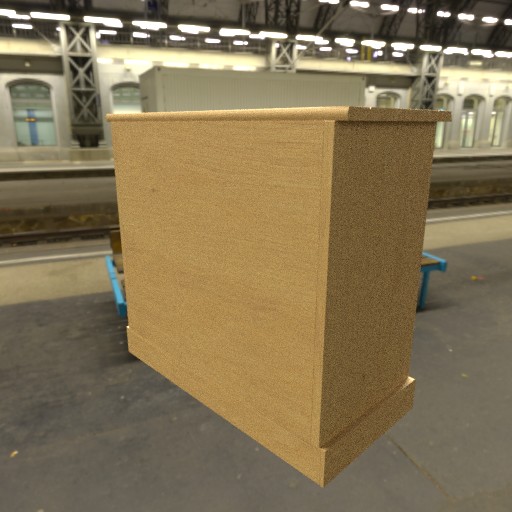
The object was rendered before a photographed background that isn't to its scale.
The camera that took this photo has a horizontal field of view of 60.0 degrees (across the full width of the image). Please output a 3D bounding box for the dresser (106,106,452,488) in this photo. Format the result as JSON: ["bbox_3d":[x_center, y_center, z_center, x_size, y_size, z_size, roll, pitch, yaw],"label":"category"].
[{"bbox_3d":[0.000,0.000,1.357,0.440,0.835,0.915,-16,23,-42],"label":"dresser"}]
